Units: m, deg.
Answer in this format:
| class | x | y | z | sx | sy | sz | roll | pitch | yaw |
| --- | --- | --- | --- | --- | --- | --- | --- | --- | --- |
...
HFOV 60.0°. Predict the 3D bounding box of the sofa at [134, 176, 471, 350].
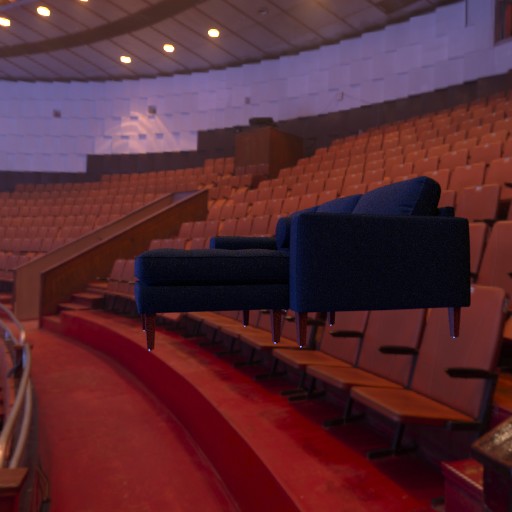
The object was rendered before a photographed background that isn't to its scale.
| class | x | y | z | sx | sy | sz | roll | pitch | yaw |
| --- | --- | --- | --- | --- | --- | --- | --- | --- | --- |
| sofa | 0.000 | 0.000 | 3.015 | 1.613 | 0.841 | 2.185 | 0 | -1 | -16 |
